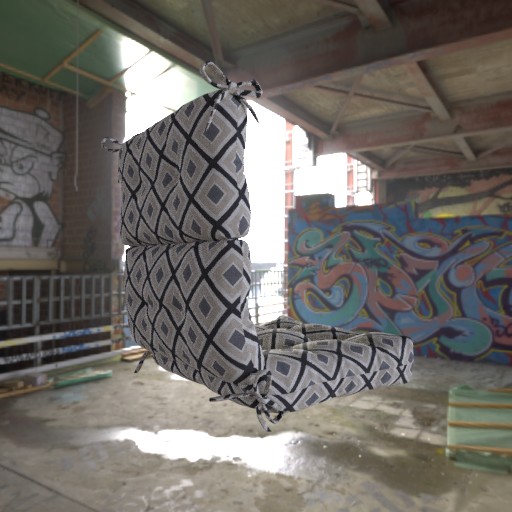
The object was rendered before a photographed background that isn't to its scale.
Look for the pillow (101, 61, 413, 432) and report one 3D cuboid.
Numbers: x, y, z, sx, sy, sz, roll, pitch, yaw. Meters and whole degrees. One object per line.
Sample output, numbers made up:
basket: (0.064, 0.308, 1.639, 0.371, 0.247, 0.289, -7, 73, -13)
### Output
pillow: (0.000, 0.000, 1.034, 0.571, 0.605, 0.519, 1, -1, -37)
